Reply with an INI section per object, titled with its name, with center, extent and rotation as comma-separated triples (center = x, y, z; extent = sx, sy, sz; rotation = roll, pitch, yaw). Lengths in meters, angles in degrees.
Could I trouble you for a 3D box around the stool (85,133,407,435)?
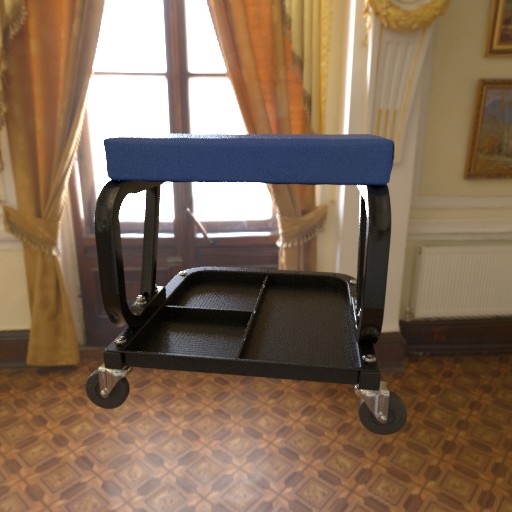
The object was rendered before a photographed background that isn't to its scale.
[stool]
center = 0.000, 0.000, 0.719
extent = 0.446, 0.380, 0.371
rotation = 2, 17, 8
